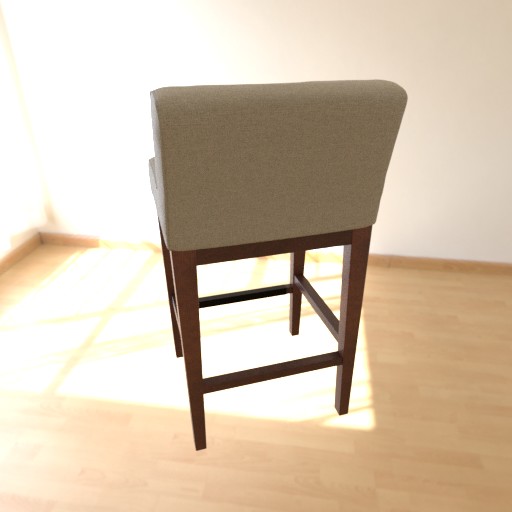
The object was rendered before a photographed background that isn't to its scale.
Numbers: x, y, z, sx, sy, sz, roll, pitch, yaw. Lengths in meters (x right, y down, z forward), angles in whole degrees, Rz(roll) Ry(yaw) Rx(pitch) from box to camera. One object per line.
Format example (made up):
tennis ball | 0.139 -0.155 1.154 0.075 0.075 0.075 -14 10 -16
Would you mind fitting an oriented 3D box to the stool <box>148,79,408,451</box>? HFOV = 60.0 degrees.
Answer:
stool | 0.000 0.000 1.225 0.511 0.937 0.500 -8 29 -15
